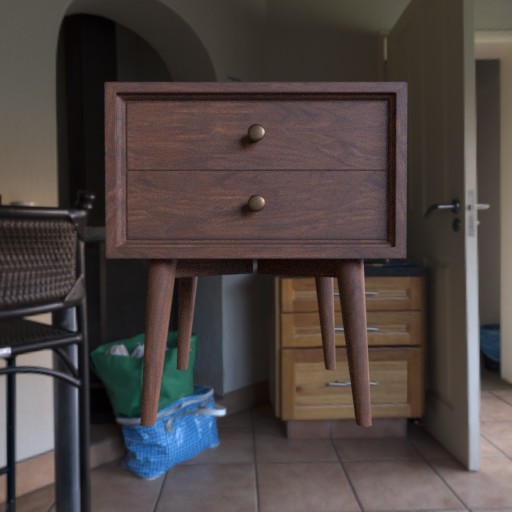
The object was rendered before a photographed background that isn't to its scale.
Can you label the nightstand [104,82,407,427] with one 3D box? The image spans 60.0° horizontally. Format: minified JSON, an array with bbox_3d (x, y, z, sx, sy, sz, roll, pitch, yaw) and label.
[{"bbox_3d":[0.000,0.000,0.977,0.521,0.607,0.445,0,1,0],"label":"nightstand"}]
